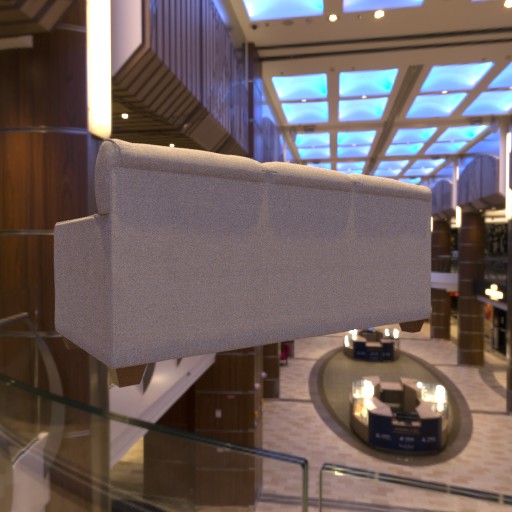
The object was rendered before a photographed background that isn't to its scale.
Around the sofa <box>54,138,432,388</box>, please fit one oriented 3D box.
[{"bbox_3d":[0.000,0.000,2.565,2.024,0.958,0.997,-1,1,-36],"label":"sofa"}]
